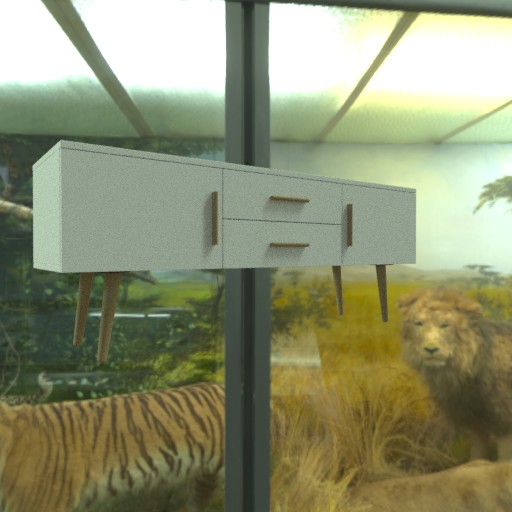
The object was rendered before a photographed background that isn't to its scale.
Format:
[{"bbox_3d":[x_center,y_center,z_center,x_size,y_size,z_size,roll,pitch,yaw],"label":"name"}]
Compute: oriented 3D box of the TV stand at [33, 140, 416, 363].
[{"bbox_3d":[0.000,0.000,1.606,1.398,0.560,0.401,0,1,-36],"label":"TV stand"}]
